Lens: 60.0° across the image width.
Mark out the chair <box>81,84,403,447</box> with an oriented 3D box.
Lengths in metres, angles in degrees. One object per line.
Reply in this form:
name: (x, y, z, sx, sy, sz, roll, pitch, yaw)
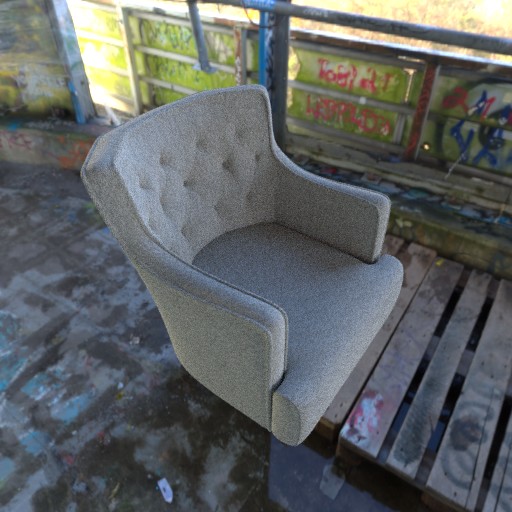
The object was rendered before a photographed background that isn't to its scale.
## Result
chair: (0.000, 0.000, 1.632, 0.910, 0.920, 0.820, 25, 46, 27)
